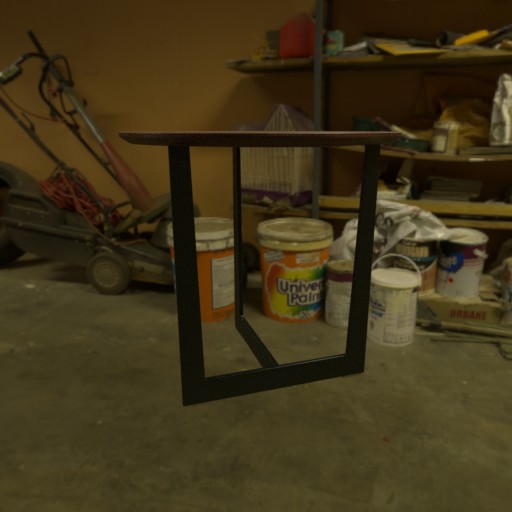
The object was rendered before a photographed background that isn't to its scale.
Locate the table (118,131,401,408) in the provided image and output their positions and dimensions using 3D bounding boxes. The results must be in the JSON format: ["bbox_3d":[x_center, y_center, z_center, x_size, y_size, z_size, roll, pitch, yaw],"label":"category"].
[{"bbox_3d":[0.000,0.000,0.882,0.477,0.476,0.494,-9,18,-28],"label":"table"}]
